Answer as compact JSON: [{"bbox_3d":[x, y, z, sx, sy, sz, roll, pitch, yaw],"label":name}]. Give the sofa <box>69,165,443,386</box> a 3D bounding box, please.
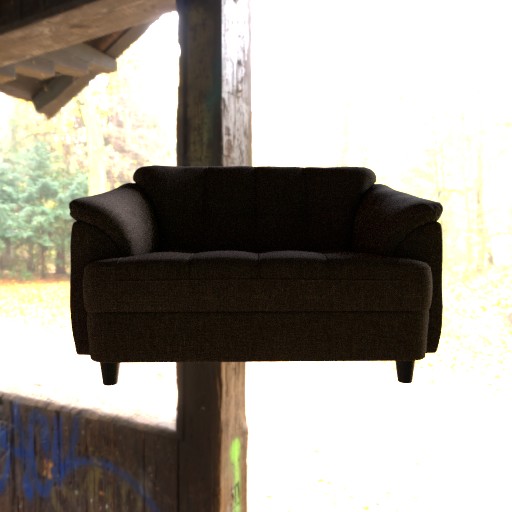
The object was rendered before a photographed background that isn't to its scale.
[{"bbox_3d":[0.000,0.000,1.914,1.404,0.895,0.799,0,1,-1],"label":"sofa"}]
